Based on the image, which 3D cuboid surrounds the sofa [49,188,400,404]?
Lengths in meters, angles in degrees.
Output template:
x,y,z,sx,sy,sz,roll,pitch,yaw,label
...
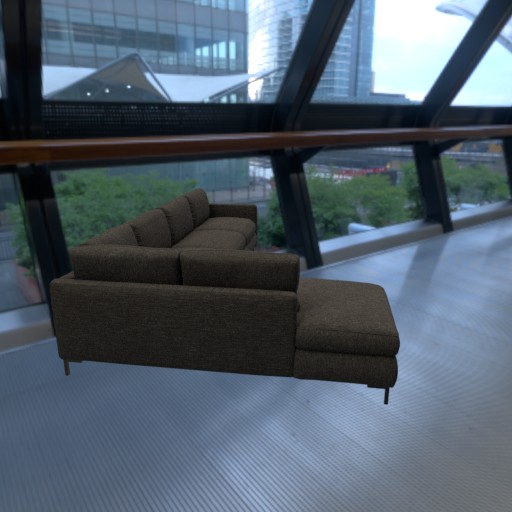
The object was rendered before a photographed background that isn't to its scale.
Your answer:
x,y,z,sx,sy,sz,roll,pitch,yaw,label
0.000,0.000,3.847,2.007,0.815,2.949,2,16,8,sofa
